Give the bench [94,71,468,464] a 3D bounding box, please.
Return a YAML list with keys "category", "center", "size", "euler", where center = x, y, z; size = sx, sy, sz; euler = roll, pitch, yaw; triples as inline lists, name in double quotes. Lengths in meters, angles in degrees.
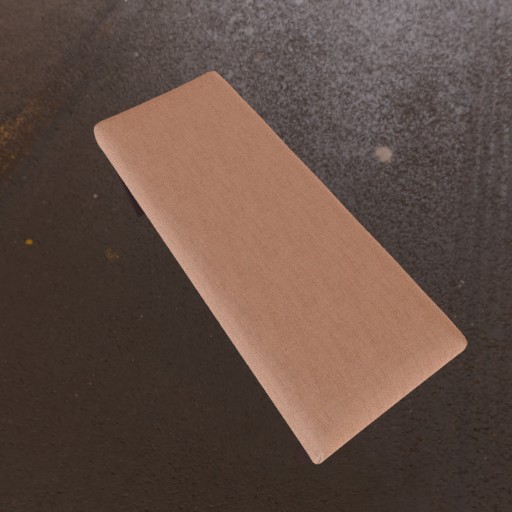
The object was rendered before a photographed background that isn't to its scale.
- category: "bench"
  center: [0.000, 0.000, 1.227]
  size: [0.407, 0.456, 1.013]
  euler: [-31, 66, -16]
